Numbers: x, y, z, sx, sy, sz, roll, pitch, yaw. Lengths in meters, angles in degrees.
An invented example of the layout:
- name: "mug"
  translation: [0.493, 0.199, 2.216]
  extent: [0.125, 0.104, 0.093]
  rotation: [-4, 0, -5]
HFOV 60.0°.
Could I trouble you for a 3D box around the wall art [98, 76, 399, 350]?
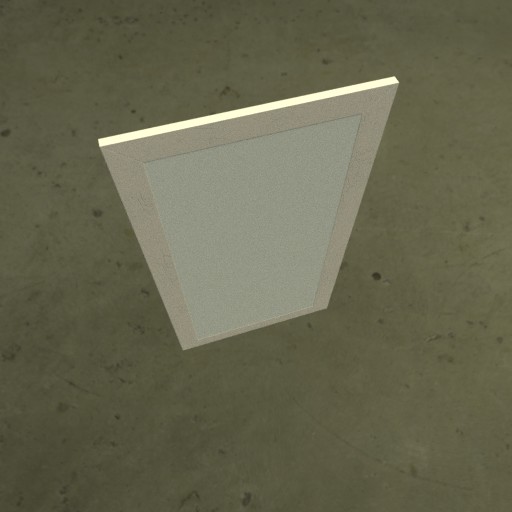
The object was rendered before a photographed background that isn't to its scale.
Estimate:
- name: "wall art"
  translation: [0.000, 0.000, 0.831]
  extent: [0.380, 0.683, 0.013]
  rotation: [-15, 60, -9]
